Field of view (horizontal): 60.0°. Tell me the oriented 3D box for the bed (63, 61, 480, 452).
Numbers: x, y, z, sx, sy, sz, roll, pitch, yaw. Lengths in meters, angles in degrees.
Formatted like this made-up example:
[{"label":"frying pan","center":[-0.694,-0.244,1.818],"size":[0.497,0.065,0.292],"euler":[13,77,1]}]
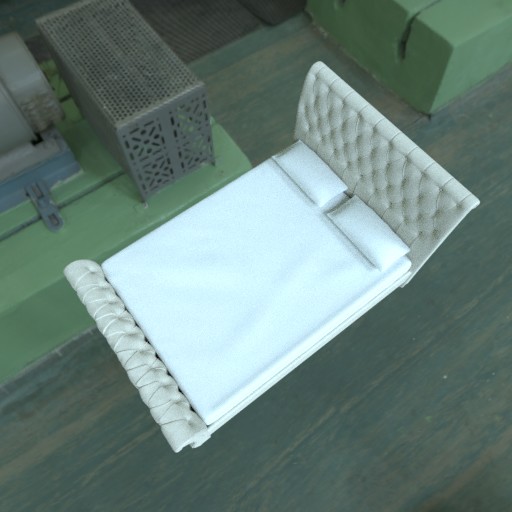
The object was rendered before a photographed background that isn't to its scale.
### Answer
[{"label":"bed","center":[0.000,0.000,3.399],"size":[2.493,1.268,1.606],"euler":[-34,69,-15]}]
